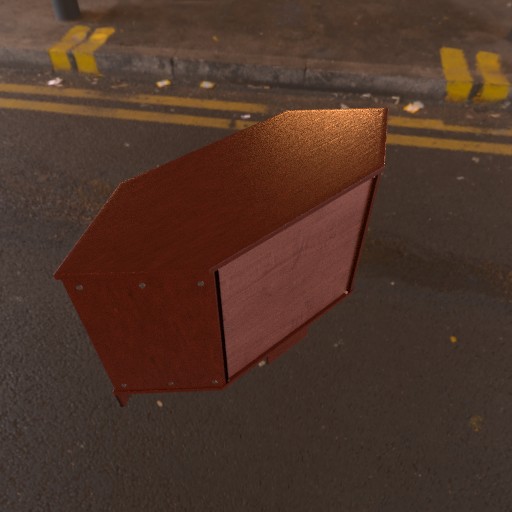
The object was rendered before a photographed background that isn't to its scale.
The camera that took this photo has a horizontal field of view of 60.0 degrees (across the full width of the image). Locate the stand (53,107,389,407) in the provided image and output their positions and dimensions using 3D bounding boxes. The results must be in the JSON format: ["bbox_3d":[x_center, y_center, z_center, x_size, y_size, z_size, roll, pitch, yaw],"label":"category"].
[{"bbox_3d":[0.000,0.000,1.356,1.072,0.614,0.381,-31,54,-26],"label":"stand"}]
